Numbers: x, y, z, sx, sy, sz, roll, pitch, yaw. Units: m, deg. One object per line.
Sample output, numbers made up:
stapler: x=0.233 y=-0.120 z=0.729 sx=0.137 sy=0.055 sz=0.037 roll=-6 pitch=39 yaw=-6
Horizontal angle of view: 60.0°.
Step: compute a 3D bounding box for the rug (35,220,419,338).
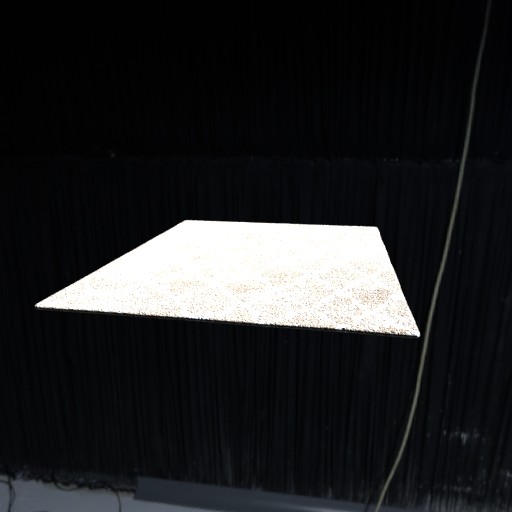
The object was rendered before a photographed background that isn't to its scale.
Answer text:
rug: x=0.000 y=0.000 z=4.149 sx=2.438 sy=0.029 sz=3.047 roll=3 pitch=16 yaw=10
